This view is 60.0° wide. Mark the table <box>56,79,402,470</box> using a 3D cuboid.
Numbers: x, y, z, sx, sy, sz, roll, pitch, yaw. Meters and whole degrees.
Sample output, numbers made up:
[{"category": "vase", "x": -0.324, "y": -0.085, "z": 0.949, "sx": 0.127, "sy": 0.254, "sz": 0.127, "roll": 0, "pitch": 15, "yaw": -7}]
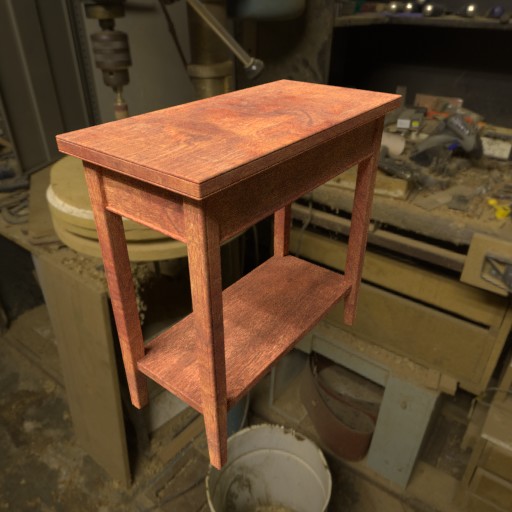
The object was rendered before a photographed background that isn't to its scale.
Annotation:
[{"category": "table", "x": 0.000, "y": 0.000, "z": 0.961, "sx": 0.305, "sy": 0.610, "sz": 0.610, "roll": 22, "pitch": 38, "yaw": 32}]
